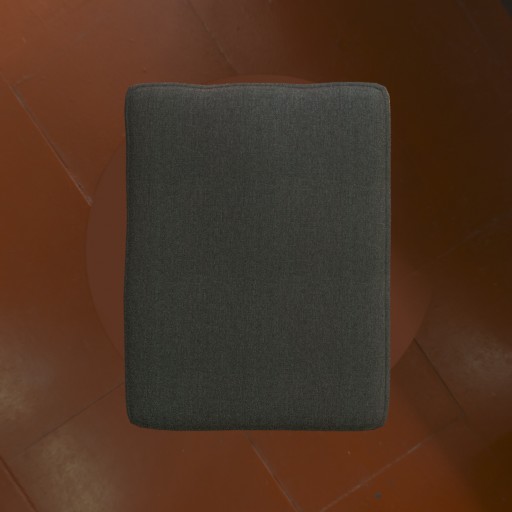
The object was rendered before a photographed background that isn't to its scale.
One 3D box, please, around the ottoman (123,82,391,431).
[{"bbox_3d":[0.000,0.000,1.220,0.639,0.496,0.826,0,91,1],"label":"ottoman"}]
